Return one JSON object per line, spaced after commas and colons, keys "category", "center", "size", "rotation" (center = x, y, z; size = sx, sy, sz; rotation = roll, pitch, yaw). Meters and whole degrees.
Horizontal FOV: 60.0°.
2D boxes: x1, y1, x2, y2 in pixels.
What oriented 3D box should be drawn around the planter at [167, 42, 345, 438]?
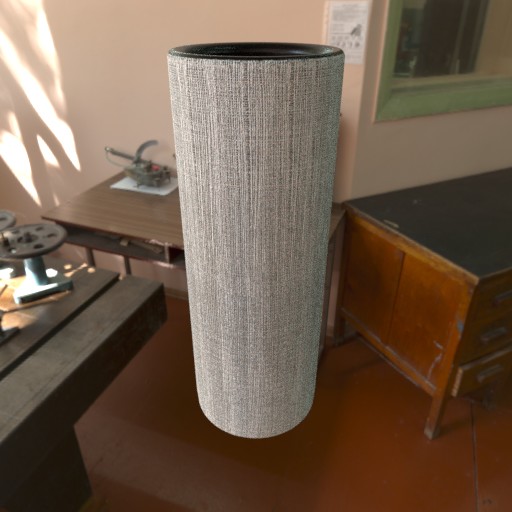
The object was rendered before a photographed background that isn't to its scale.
{"category": "planter", "center": [0.000, 0.000, 0.317], "size": [0.100, 0.270, 0.100], "rotation": [-19, 35, -30]}
